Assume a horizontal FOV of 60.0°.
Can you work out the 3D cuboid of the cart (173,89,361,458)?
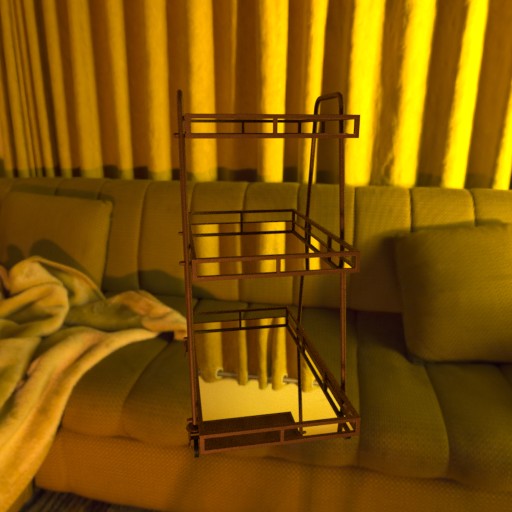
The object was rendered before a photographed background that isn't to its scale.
[{"bbox_3d":[0.000,0.000,1.276,0.441,0.883,0.711,-3,16,-10],"label":"cart"}]
